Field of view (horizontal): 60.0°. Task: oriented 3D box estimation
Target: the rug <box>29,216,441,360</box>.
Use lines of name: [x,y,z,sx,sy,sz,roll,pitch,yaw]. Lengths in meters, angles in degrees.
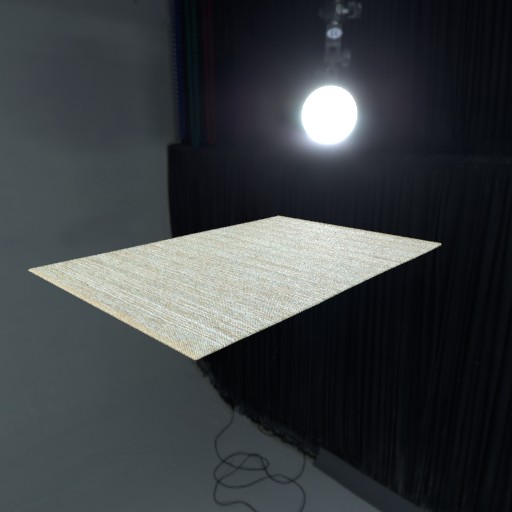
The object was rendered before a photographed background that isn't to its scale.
rug: [0.000,0.000,2.324,1.240,0.010,1.824,15,22,41]
